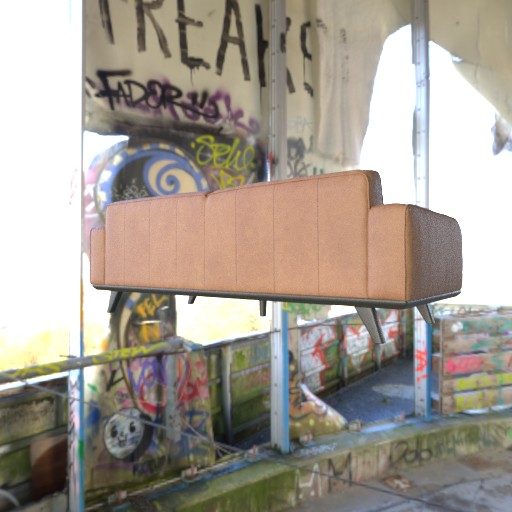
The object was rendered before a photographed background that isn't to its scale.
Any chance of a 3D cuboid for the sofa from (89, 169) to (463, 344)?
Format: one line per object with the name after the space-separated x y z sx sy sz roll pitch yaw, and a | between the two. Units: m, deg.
0.000 0.000 2.817 2.270 0.780 0.953 -1 -1 37 | sofa
